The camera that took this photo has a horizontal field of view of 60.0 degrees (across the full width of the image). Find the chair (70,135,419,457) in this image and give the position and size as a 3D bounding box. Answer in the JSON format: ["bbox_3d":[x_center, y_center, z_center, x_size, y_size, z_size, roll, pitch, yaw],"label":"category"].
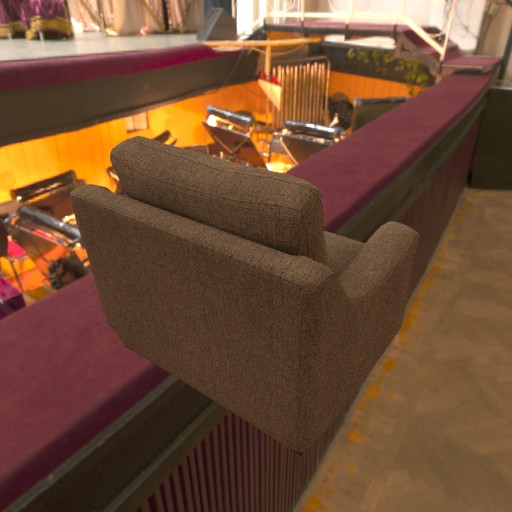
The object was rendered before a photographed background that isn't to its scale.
[{"bbox_3d":[0.000,0.000,1.960,1.138,1.037,1.009,20,36,31],"label":"chair"}]
